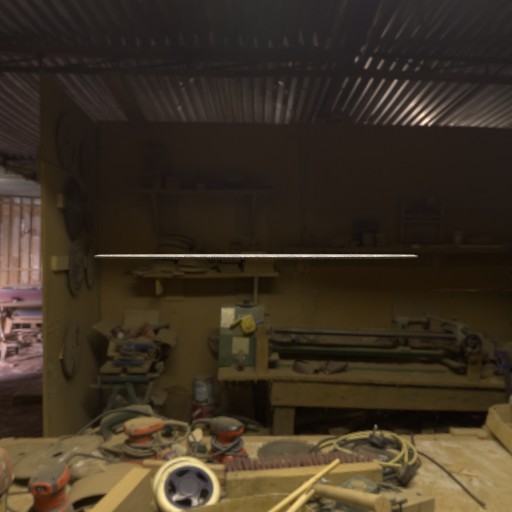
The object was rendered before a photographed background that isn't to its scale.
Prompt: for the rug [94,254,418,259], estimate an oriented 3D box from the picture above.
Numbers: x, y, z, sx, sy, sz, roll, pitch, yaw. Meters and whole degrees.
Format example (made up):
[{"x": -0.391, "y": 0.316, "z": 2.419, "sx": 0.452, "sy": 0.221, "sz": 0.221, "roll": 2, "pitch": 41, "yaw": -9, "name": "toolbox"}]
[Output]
[{"x": 0.000, "y": 0.000, "z": 2.322, "sx": 1.593, "sy": 0.012, "sz": 1.593, "roll": 0, "pitch": 0, "yaw": 0, "name": "rug"}]
